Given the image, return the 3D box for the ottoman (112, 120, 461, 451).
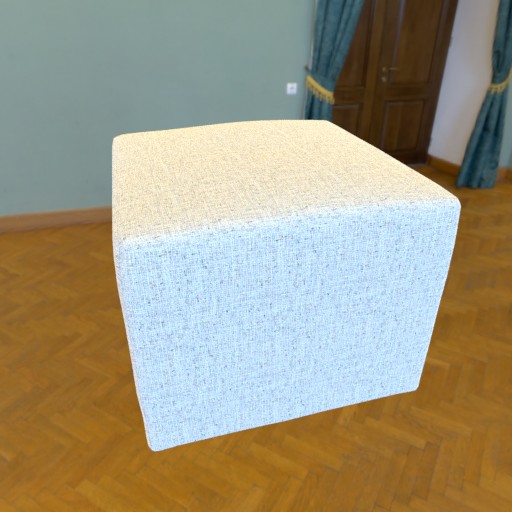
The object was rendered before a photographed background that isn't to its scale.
[{"bbox_3d":[0.000,0.000,0.898,0.512,0.453,0.521,-8,31,-13],"label":"ottoman"}]
